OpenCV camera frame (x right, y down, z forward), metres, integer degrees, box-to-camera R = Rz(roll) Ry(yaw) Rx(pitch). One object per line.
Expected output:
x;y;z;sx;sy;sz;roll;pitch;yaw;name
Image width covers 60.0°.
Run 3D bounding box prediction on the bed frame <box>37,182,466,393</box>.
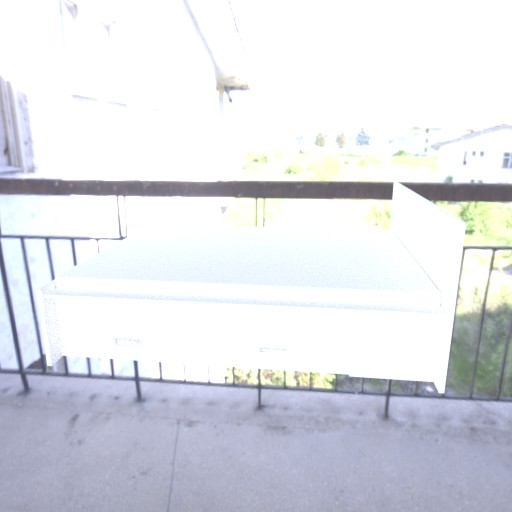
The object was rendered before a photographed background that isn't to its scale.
0.000;0.000;2.832;1.960;0.800;1.622;2;16;7;bed frame
